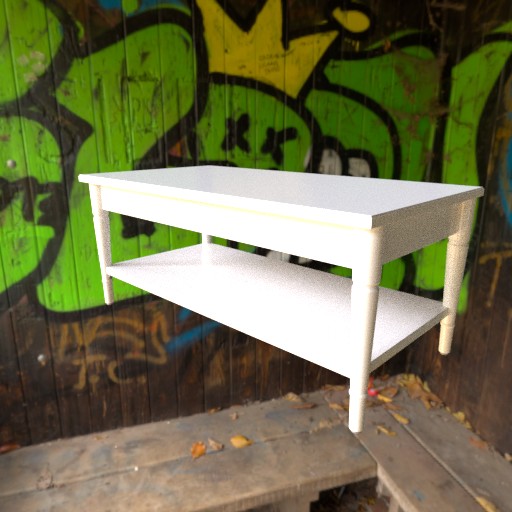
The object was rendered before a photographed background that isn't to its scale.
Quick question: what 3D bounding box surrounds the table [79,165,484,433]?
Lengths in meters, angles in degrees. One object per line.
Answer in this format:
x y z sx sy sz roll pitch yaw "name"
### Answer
0.000 0.000 1.344 1.067 0.457 0.559 15 21 42 "table"
